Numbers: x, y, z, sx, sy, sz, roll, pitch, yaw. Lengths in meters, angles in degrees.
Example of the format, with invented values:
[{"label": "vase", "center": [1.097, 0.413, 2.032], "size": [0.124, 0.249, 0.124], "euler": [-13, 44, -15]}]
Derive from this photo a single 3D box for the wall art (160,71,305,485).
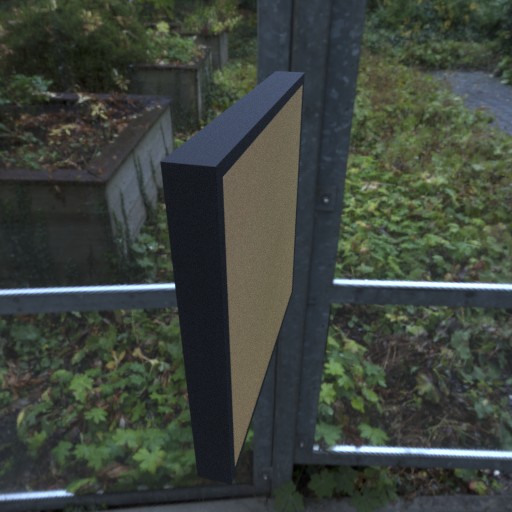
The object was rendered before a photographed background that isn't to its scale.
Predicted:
[{"label": "wall art", "center": [0.000, 0.000, 0.453], "size": [0.033, 0.304, 0.305], "euler": [8, 33, 12]}]
